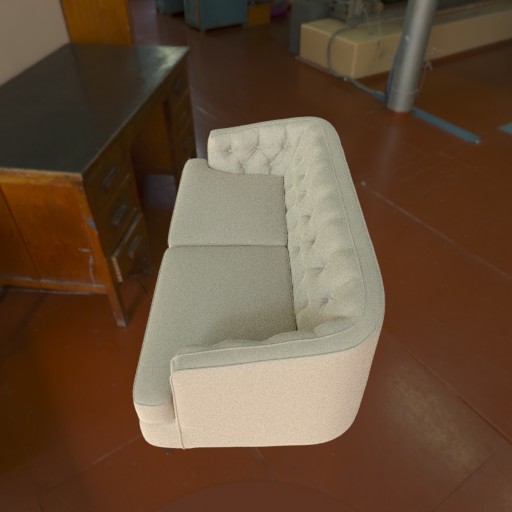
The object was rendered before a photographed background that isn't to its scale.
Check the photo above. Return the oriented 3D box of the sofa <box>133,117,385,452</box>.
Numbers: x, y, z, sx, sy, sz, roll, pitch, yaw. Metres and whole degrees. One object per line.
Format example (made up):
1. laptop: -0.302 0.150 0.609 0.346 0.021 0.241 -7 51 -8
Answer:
1. sofa: 0.000 0.000 2.236 0.941 0.855 1.733 0 41 0
